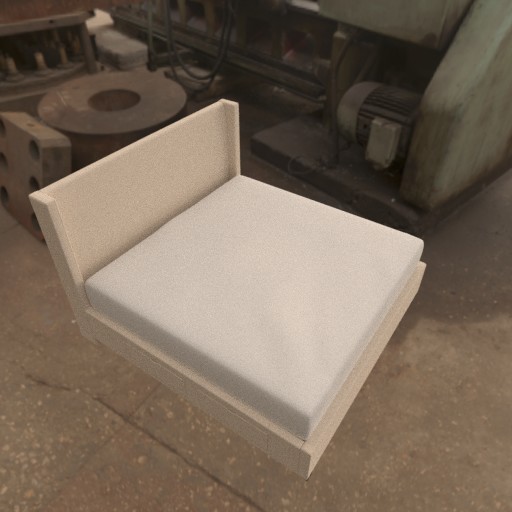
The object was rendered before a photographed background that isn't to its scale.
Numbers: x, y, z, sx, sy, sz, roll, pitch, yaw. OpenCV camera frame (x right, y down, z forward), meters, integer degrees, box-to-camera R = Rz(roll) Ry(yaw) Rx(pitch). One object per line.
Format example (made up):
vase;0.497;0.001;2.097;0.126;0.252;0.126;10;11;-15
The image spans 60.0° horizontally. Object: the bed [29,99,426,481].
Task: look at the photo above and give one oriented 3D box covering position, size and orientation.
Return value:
bed;0.000;0.000;3.638;2.293;1.471;2.145;24;46;26
